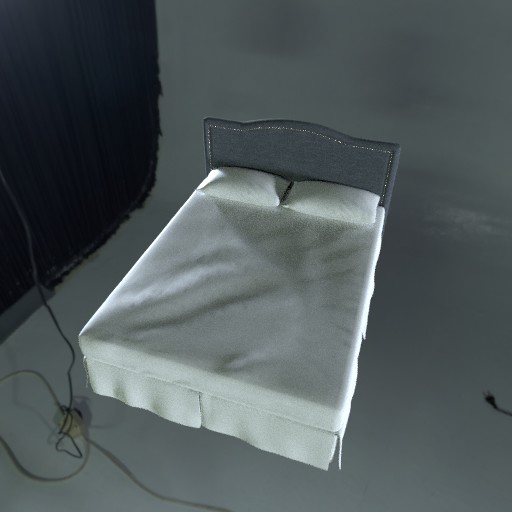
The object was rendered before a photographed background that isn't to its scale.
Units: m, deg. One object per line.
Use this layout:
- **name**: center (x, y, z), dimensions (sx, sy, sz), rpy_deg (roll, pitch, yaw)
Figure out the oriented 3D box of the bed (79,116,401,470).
- **bed**: center (0.000, 0.000, 3.956), dimensions (2.161, 1.457, 2.689), rpy_deg (12, 42, 14)
